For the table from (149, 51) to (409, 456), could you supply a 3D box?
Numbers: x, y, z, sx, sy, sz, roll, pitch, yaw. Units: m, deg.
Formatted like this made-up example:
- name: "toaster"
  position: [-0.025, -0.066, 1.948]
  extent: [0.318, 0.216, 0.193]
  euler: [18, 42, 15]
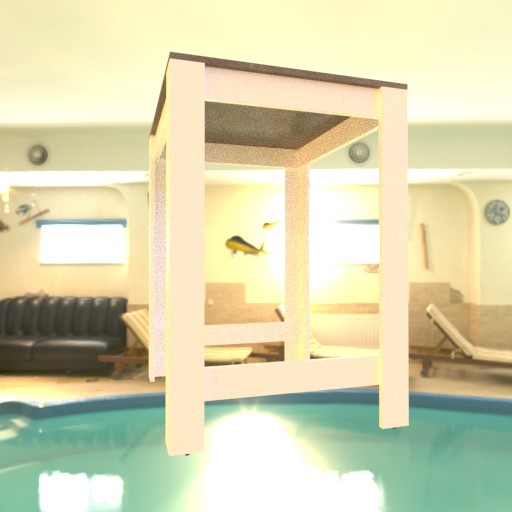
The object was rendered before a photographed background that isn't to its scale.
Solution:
- name: "table"
  position: [0.000, 0.000, 1.596]
  extent: [0.700, 1.020, 0.800]
  euler: [0, -1, -17]
